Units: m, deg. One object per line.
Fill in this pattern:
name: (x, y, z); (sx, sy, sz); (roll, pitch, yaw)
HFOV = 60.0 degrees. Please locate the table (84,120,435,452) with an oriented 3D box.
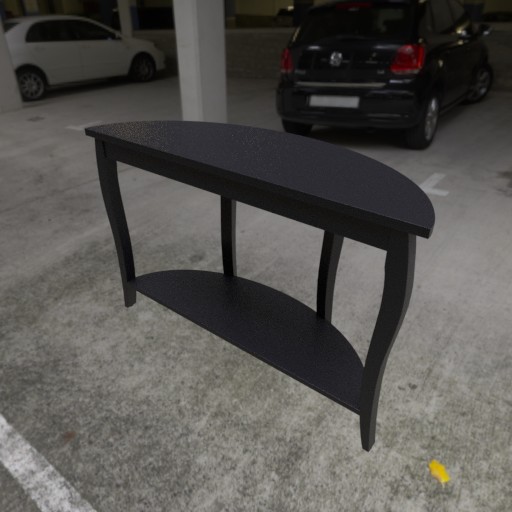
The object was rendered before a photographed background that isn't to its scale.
table: (0.000, 0.000, 1.570); (1.219, 0.780, 0.394); (22, 38, 32)
